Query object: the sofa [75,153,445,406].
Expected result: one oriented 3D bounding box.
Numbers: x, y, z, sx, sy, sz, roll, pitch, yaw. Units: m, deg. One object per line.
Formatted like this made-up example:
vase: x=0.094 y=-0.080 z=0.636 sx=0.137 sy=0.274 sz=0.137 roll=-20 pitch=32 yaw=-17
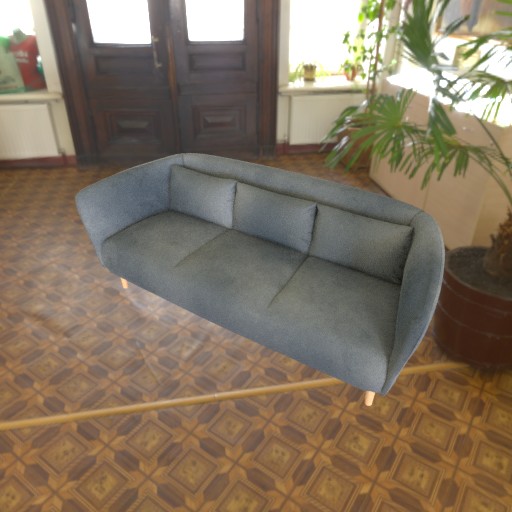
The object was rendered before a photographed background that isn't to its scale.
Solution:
sofa: x=0.000 y=0.000 z=2.570 sx=2.095 sy=0.795 sz=0.849 roll=20 pitch=36 yaw=29
